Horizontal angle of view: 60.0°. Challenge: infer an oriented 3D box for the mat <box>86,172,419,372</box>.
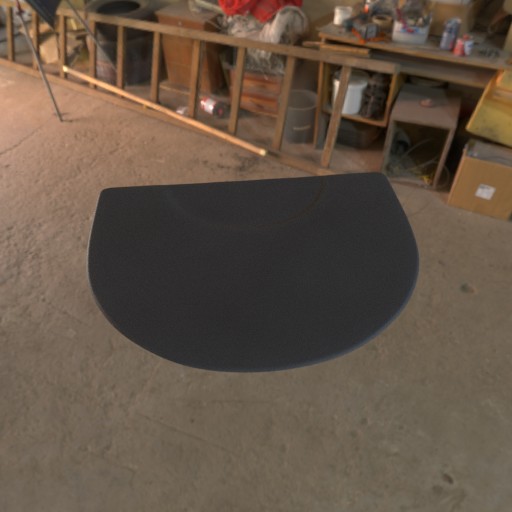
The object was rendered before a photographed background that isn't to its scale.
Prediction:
[{"bbox_3d":[0.000,0.000,1.578,1.220,0.016,0.917,-4,46,-4],"label":"mat"}]
